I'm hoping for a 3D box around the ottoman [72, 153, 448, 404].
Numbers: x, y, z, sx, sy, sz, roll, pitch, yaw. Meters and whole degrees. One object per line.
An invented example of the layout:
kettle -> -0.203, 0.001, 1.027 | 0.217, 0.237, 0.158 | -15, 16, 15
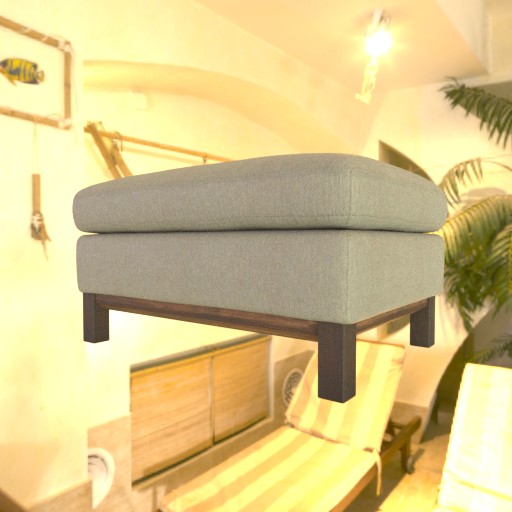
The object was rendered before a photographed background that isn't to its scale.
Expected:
ottoman -> 0.000, 0.000, 1.020 | 0.735, 0.404, 0.528 | 1, 2, 37
